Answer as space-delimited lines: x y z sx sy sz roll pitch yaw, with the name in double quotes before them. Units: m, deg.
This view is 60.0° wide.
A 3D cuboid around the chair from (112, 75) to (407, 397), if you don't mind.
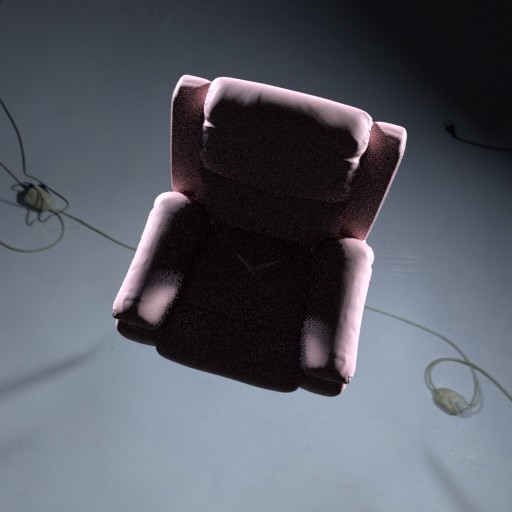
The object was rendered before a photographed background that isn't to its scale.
"chair" 0.000 0.000 1.289 0.680 0.702 0.709 15 76 4
